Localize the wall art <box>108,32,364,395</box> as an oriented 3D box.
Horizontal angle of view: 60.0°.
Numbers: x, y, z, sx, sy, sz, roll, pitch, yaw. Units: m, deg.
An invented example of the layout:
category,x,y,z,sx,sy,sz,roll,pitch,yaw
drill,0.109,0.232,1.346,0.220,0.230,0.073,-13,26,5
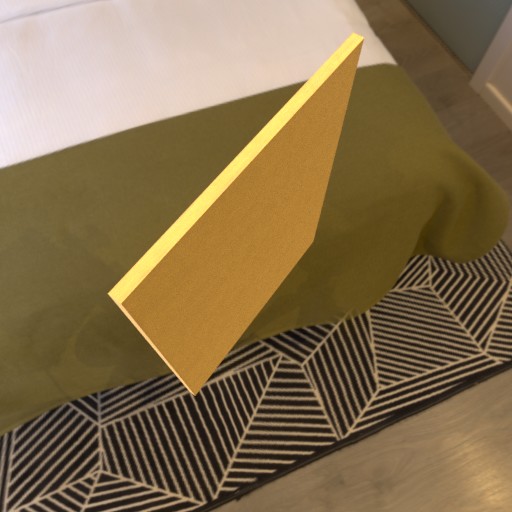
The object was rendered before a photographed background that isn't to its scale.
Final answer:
category,x,y,z,sx,sy,sz,roll,pitch,yaw
wall art,0.000,0.000,1.329,0.030,1.002,0.798,33,69,15
